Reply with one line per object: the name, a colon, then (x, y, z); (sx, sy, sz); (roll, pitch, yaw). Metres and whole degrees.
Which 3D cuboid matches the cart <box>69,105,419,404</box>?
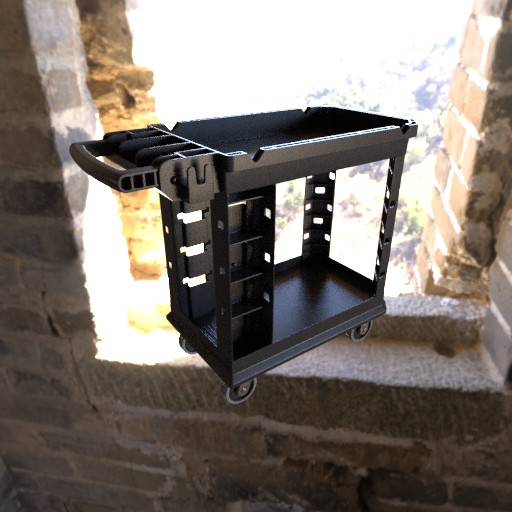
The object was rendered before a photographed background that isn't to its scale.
cart: (0.000, 0.000, 1.566); (1.061, 0.884, 0.497); (-18, 32, -31)
